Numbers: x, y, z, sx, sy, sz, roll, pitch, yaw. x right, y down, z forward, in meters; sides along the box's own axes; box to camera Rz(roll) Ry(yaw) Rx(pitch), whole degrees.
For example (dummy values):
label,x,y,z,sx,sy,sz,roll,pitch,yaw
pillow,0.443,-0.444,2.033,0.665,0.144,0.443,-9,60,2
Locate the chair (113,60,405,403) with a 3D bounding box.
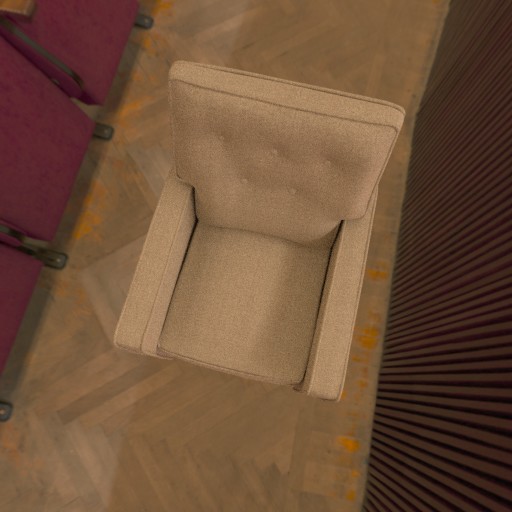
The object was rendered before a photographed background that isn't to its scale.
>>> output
label,x,y,z,sx,sy,sz,roll,pitch,yaw
chair,0.000,0.000,1.393,0.648,0.888,0.754,13,75,4
